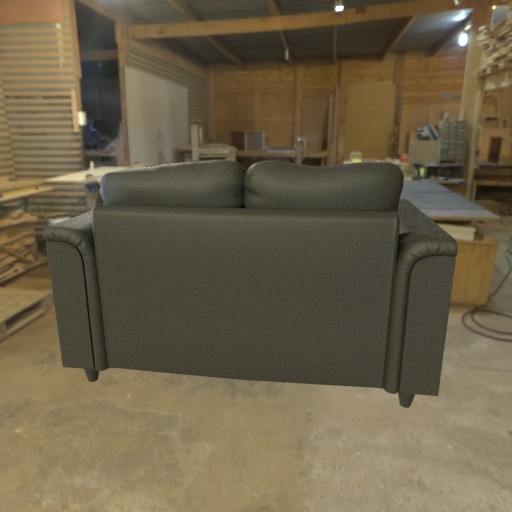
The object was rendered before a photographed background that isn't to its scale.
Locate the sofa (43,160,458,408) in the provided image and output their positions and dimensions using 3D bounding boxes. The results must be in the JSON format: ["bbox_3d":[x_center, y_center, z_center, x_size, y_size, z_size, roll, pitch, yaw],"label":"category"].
[{"bbox_3d":[0.000,0.000,1.921,1.386,0.845,0.887,2,16,8],"label":"sofa"}]
